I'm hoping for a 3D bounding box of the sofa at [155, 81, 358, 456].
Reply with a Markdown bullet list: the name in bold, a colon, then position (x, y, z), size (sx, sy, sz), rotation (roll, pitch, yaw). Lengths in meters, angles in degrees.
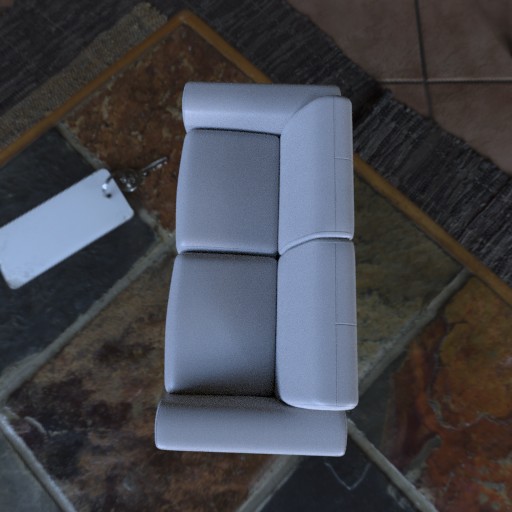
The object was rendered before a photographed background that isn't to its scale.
- **sofa**: position (0.000, 0.000, 2.351), size (0.900, 0.772, 1.901), rotation (2, 76, 0)
